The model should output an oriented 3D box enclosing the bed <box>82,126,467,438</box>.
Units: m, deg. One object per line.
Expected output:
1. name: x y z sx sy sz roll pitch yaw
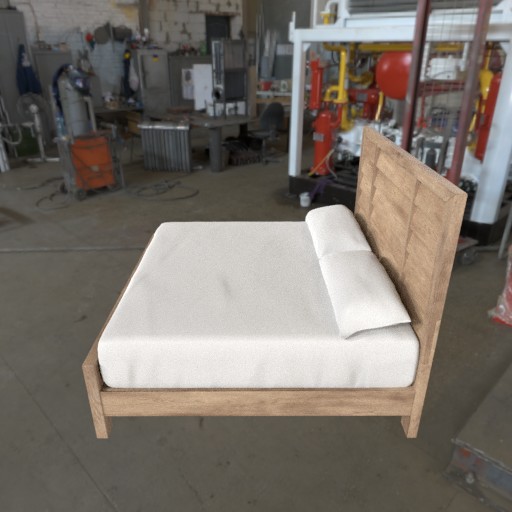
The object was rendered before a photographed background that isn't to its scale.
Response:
1. bed: 0.000 0.000 3.415 2.062 1.626 2.032 0 25 0
